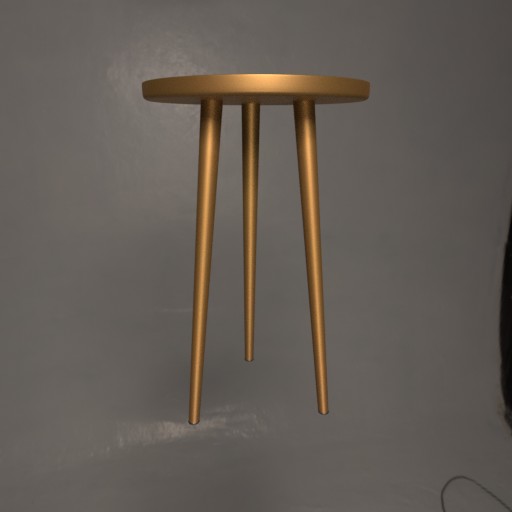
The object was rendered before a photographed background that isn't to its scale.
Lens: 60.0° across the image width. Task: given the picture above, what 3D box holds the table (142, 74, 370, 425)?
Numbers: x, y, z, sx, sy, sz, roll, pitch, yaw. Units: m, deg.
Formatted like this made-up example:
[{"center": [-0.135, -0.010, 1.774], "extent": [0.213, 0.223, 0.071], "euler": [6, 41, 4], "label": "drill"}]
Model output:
[{"center": [0.000, 0.000, 0.666], "extent": [0.299, 0.480, 0.299], "euler": [-3, 17, -9], "label": "table"}]
